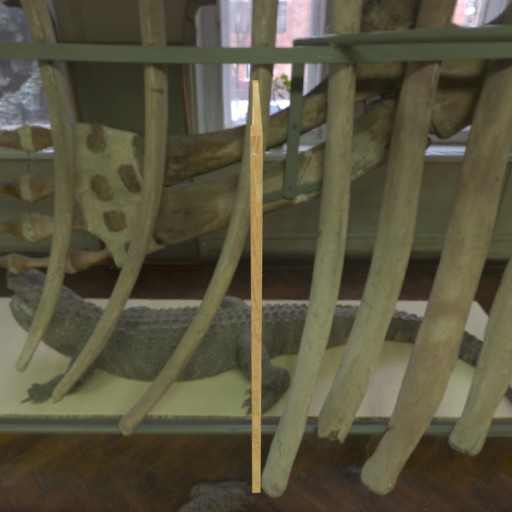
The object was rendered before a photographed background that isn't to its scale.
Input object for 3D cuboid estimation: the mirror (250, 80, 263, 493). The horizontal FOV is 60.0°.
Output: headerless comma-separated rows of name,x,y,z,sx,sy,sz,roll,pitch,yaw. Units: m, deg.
mirror,0.000,0.000,1.182,0.020,0.800,0.800,0,27,0
